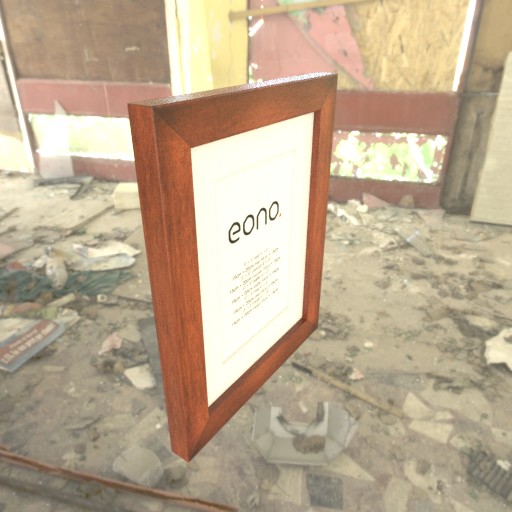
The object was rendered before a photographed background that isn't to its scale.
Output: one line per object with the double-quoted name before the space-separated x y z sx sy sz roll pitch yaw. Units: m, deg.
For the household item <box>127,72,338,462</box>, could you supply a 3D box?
"household item" 0.000 0.000 0.345 0.020 0.250 0.200 18 32 31
